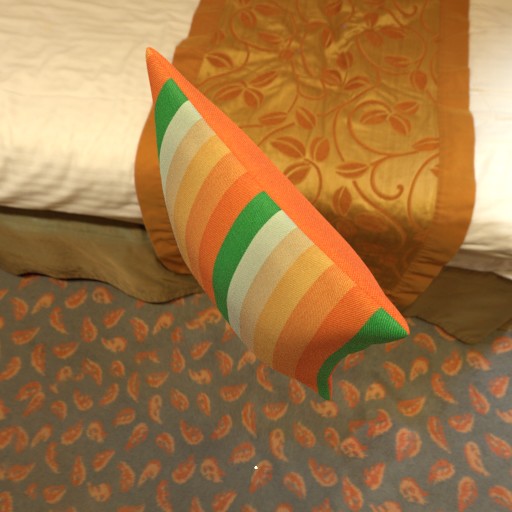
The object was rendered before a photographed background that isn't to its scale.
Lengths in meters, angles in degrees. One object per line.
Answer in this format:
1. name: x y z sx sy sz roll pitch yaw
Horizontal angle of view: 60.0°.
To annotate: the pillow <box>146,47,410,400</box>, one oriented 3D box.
1. pillow: 0.000 0.000 0.668 0.169 0.444 0.453 -34 69 -15
